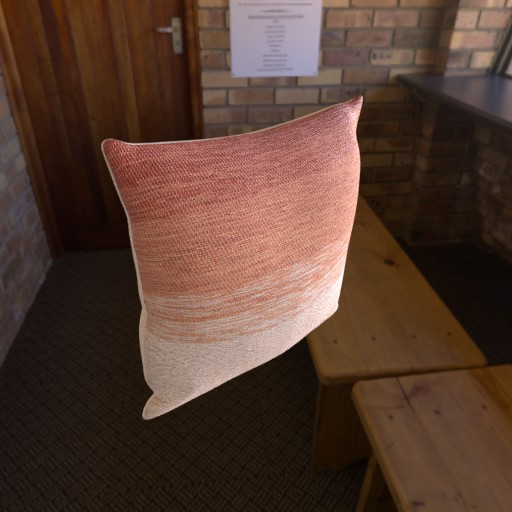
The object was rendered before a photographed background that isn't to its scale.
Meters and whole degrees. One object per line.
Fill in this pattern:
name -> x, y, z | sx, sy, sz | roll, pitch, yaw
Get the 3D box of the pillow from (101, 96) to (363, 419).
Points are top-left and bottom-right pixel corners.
pillow -> 0.000, 0.000, 0.693 | 0.440, 0.441, 0.182 | -23, 38, -33
